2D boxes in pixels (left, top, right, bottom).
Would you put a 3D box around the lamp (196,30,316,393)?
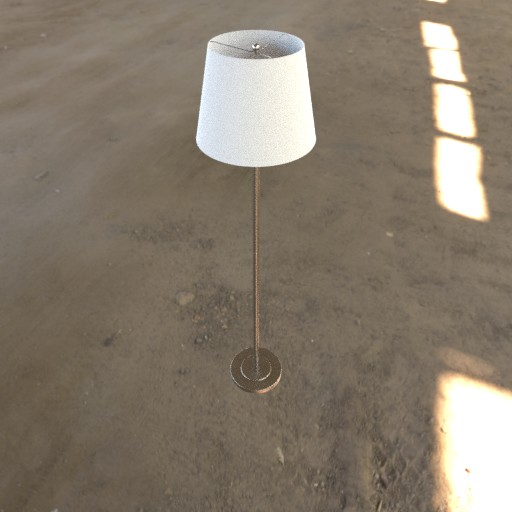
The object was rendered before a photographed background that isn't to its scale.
[{"bbox_3d":[0.000,0.000,1.639,0.355,1.473,0.355,0,42,0],"label":"lamp"}]
